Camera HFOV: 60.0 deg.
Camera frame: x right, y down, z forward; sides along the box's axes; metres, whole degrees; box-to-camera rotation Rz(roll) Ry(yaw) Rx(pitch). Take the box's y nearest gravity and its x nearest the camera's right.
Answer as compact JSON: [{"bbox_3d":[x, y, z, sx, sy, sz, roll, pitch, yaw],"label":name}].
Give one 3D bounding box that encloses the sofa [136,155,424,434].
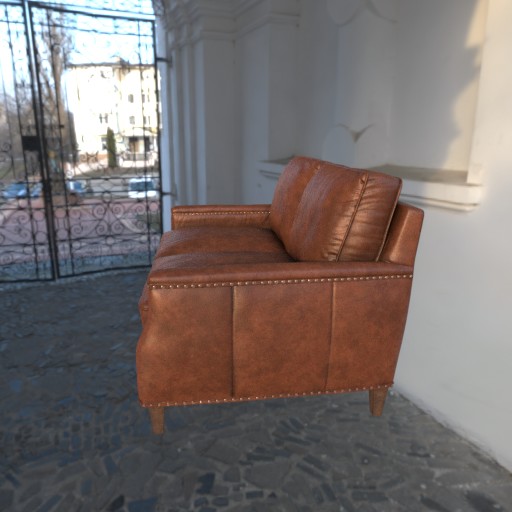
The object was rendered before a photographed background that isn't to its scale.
[{"bbox_3d":[0.000,0.000,2.360,1.083,1.003,1.628,-2,15,-7],"label":"sofa"}]
